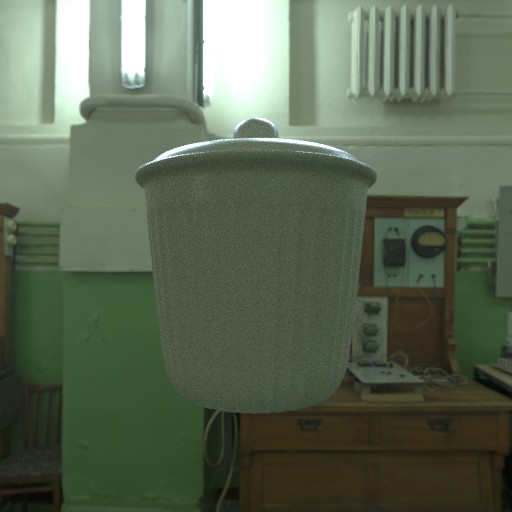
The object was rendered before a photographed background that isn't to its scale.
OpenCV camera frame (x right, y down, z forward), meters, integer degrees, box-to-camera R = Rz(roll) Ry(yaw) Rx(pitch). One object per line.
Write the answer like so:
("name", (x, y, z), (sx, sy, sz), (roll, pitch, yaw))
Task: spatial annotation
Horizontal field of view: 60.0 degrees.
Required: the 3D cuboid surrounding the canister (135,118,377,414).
("canister", (0.000, 0.000, 0.342), (0.181, 0.211, 0.181), (0, -1, 0))
